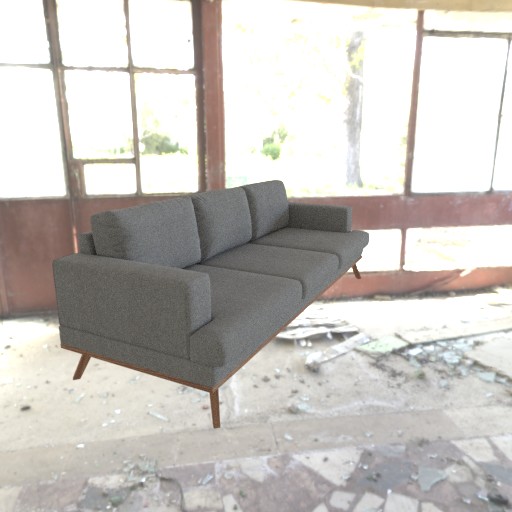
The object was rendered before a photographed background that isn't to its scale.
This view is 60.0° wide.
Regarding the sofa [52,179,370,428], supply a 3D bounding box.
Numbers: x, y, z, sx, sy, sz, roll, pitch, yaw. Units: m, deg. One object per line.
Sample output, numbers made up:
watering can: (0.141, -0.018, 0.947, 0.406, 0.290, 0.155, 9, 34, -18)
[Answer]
sofa: (0.000, 0.000, 2.828, 0.920, 0.810, 2.310, 7, 16, 26)
